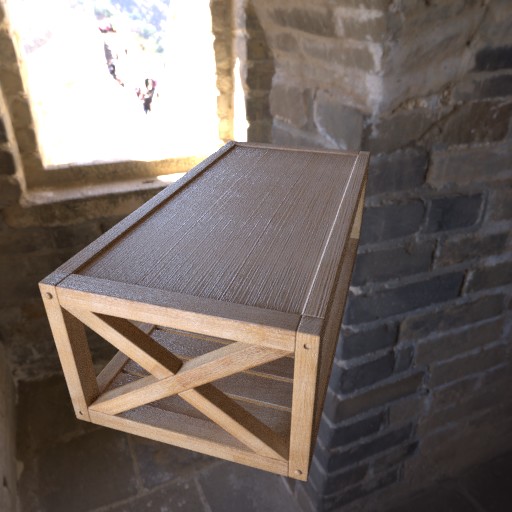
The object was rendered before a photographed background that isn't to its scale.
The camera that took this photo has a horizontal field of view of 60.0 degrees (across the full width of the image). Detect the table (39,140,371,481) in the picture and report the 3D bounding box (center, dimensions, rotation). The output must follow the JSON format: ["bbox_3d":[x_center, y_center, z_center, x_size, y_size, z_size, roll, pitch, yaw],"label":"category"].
[{"bbox_3d":[0.000,0.000,1.599,0.660,0.457,1.321,8,31,15],"label":"table"}]
